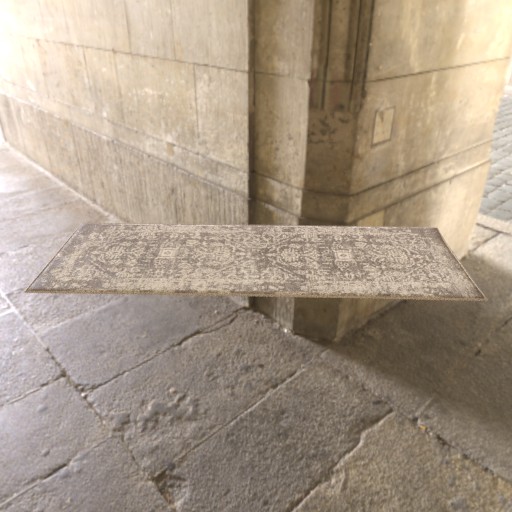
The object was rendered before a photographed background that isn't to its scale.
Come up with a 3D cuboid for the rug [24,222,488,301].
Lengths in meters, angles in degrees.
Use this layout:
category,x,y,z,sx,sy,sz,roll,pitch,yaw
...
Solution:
category,x,y,z,sx,sy,sz,roll,pitch,yaw
rug,0.000,0.000,2.692,2.452,0.017,0.855,1,30,1
